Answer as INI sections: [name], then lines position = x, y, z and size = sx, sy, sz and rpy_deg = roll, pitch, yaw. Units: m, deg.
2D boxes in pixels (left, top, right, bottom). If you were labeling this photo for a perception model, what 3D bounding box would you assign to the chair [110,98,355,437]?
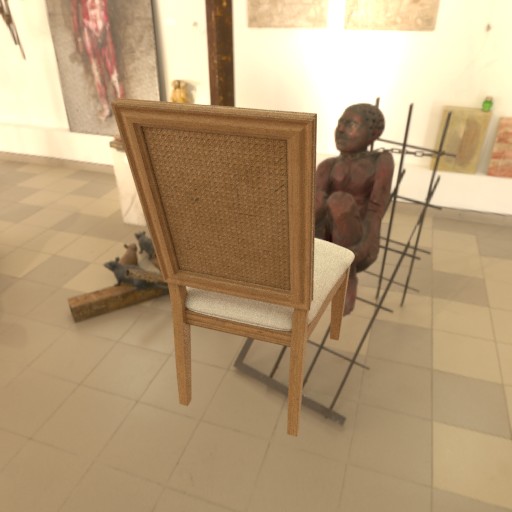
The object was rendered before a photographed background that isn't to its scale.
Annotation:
[chair]
position = 0.000, 0.000, 1.324
size = 0.536, 0.988, 0.601
rpy_deg = 10, 32, 16
